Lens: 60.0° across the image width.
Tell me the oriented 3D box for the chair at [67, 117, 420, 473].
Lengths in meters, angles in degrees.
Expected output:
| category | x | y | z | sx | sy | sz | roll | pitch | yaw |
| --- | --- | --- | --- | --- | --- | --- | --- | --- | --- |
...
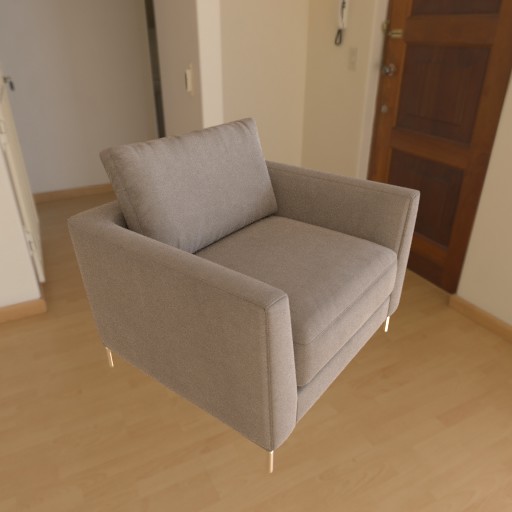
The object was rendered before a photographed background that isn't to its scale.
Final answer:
| category | x | y | z | sx | sy | sz | roll | pitch | yaw |
| --- | --- | --- | --- | --- | --- | --- | --- | --- | --- |
| chair | 0.000 | 0.000 | 1.677 | 0.889 | 0.864 | 1.041 | 19 | 33 | 33 |
